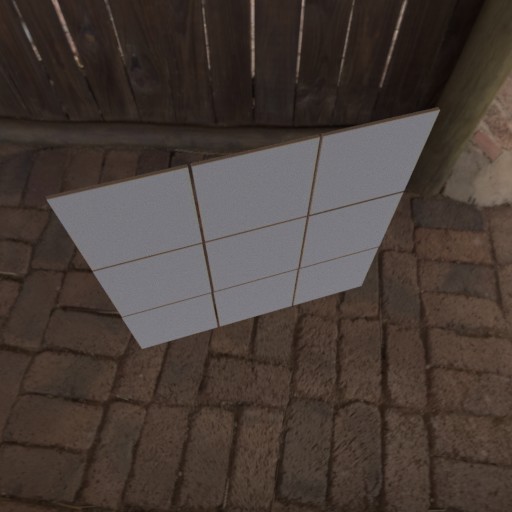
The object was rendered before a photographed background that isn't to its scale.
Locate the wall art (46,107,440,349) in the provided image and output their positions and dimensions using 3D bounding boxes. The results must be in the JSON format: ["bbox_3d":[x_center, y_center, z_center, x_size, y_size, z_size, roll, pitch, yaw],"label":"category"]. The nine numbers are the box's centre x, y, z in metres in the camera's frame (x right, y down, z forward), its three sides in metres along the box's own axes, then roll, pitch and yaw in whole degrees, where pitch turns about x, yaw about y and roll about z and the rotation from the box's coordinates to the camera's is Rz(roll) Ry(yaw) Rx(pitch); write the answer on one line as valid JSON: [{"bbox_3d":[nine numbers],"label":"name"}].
[{"bbox_3d":[0.000,0.000,2.300,1.527,1.521,0.017,-15,60,-9],"label":"wall art"}]
